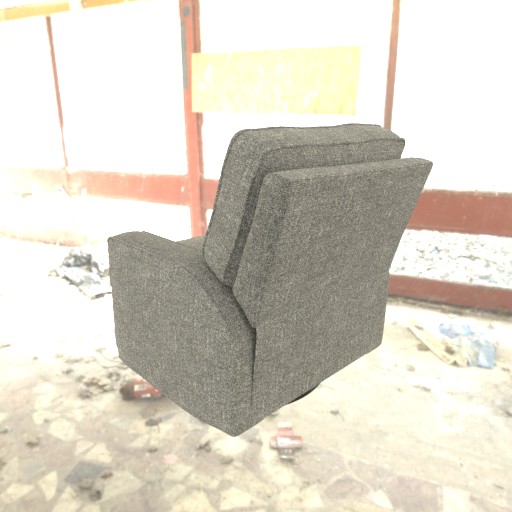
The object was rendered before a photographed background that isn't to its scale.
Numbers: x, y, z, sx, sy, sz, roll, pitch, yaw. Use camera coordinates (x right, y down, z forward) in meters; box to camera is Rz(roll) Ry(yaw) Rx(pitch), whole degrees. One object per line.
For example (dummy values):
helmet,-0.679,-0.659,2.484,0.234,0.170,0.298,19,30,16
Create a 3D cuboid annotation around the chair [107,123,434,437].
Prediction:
chair,0.000,0.000,1.673,0.861,0.962,0.964,-16,23,-42
